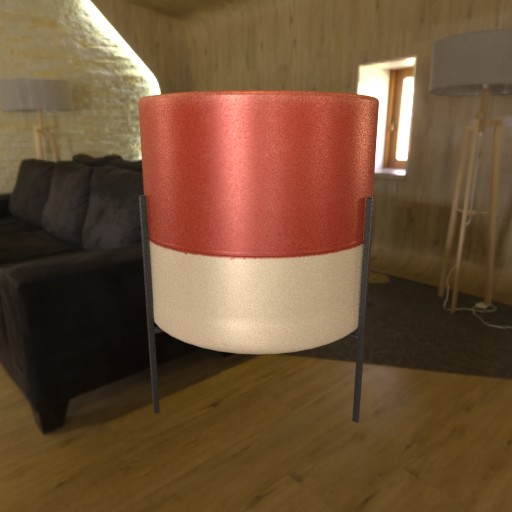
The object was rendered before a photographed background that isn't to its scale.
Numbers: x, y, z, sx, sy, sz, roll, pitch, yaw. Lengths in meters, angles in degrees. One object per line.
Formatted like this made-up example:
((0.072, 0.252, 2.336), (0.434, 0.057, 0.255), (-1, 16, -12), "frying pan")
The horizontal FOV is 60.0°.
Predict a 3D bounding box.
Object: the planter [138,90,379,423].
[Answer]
((0.000, 0.000, 0.705), (0.354, 0.465, 0.345), (-7, 17, -25), "planter")
